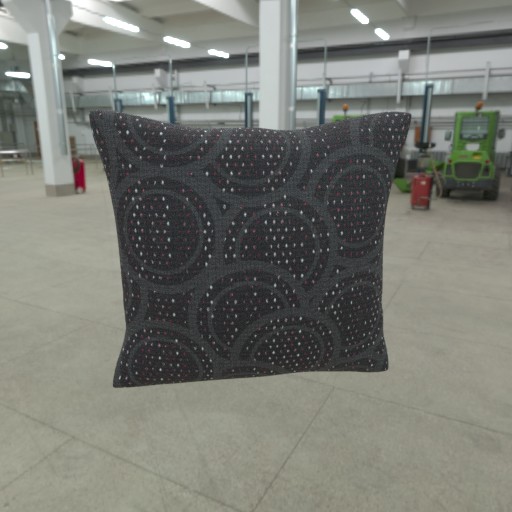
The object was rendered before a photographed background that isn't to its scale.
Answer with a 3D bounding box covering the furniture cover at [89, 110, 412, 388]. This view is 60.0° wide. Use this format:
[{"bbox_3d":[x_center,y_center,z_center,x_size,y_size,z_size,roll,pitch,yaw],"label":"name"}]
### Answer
[{"bbox_3d":[0.000,0.000,0.816,0.552,0.509,0.193,-2,16,-7],"label":"furniture cover"}]
